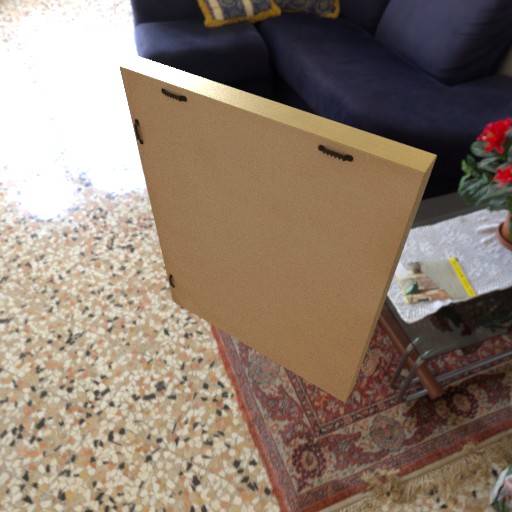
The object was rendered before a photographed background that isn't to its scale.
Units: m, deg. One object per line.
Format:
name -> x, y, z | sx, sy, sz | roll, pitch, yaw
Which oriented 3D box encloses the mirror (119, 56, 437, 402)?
mirror -> 0.000, 0.000, 0.692 | 0.405, 0.508, 0.041 | 26, 53, 22
